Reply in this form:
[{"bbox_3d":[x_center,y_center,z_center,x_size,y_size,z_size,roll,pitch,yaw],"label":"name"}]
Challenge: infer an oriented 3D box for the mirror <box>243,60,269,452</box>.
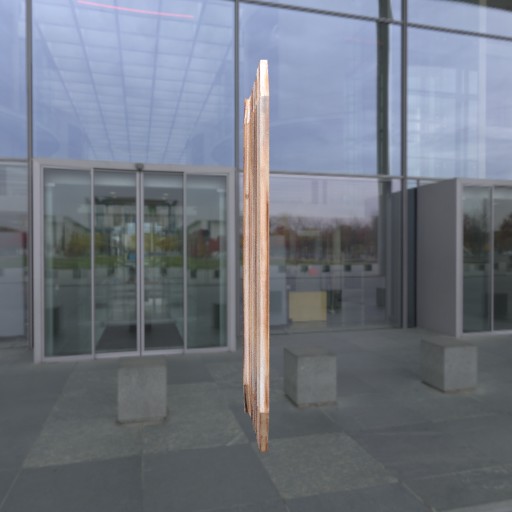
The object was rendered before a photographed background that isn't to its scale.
[{"bbox_3d":[0.000,0.000,1.340,0.061,1.015,0.709,0,1,0],"label":"mirror"}]
